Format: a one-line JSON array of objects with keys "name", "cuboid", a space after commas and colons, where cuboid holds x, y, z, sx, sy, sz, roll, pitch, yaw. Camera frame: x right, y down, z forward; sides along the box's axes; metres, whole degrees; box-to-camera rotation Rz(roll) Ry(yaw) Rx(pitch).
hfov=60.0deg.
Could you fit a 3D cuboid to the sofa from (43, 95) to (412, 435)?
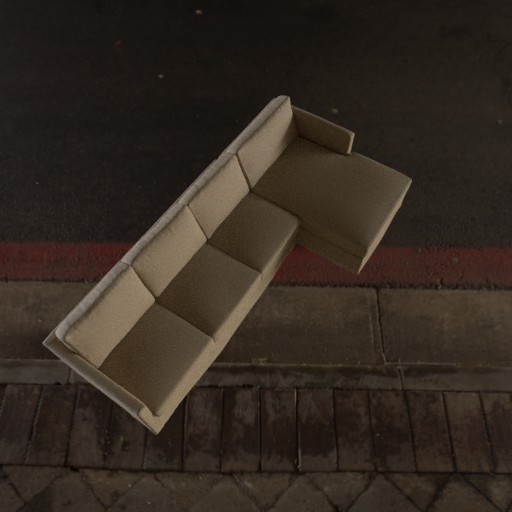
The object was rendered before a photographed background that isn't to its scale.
[{"name": "sofa", "cuboid": [0.000, 0.000, 3.868, 1.622, 0.871, 3.206, 29, 63, 17]}]
